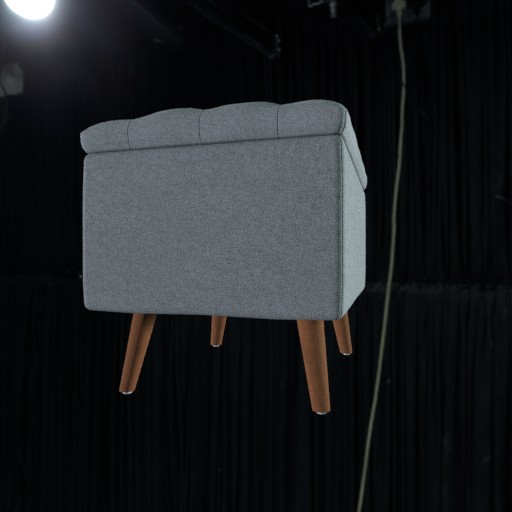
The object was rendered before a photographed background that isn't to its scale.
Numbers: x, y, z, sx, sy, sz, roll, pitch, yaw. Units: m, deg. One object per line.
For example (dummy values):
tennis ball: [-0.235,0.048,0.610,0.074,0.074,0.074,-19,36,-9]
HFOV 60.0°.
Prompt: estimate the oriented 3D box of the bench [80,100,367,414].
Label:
bench: [0.000,0.000,0.905,0.417,0.469,0.572,0,0,17]
